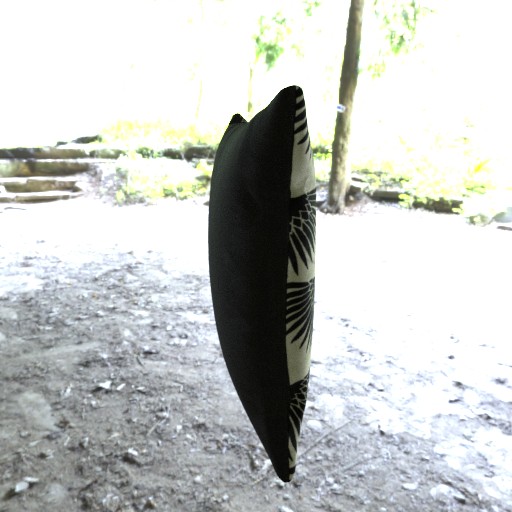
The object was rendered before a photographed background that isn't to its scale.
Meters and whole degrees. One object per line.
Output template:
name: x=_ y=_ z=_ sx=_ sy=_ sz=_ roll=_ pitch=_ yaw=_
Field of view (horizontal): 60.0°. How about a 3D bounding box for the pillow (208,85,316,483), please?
pillow: x=0.000 y=0.000 z=0.661 sx=0.139 sy=0.432 sz=0.432 roll=-2 pitch=15 yaw=-9
